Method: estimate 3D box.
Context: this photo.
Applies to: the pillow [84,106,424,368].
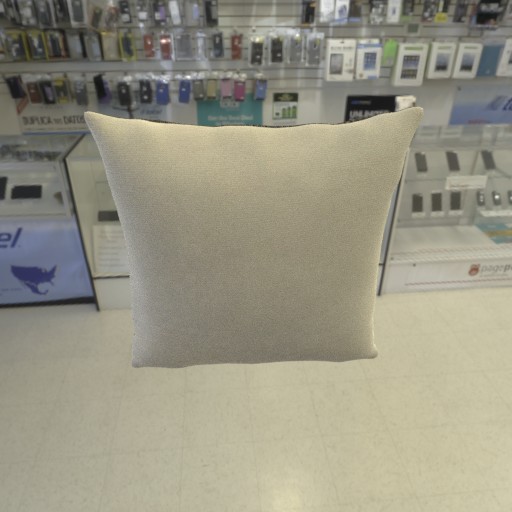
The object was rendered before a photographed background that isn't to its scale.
[{"bbox_3d":[0.000,0.000,0.670,0.433,0.434,0.196,-2,31,-3],"label":"pillow"}]
